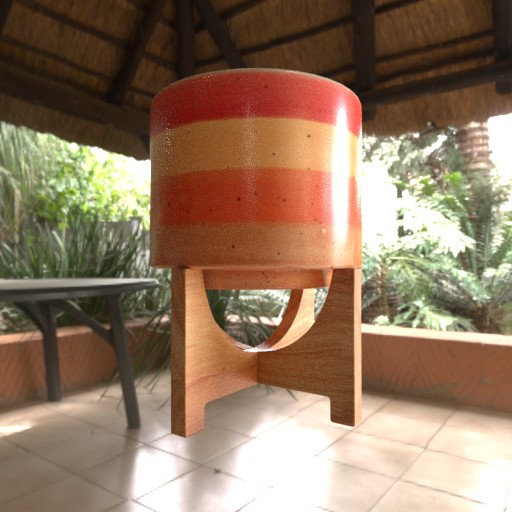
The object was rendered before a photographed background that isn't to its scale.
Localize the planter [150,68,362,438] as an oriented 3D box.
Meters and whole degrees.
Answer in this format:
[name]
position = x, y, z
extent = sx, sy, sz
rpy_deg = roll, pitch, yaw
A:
[planter]
position = 0.000, 0.000, 0.409
extent = 0.199, 0.268, 0.199
rpy_deg = 0, -1, 0
